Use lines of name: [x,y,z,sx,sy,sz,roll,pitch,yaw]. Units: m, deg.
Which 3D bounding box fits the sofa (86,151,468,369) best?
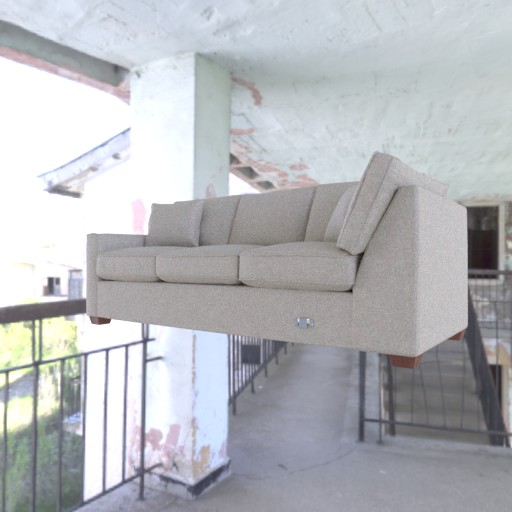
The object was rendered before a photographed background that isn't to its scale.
sofa: [0.000,0.000,2.852,2.317,0.962,1.061,0,-1,36]
